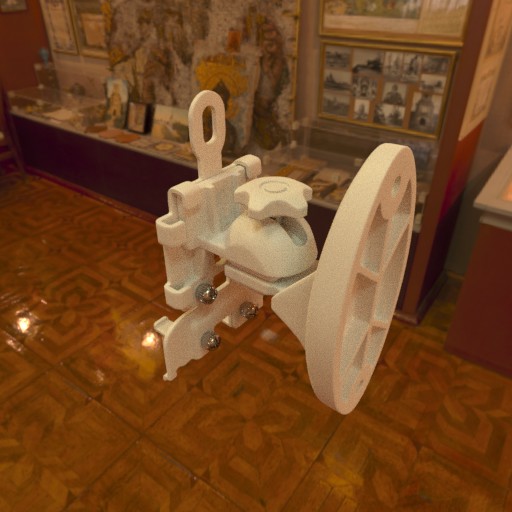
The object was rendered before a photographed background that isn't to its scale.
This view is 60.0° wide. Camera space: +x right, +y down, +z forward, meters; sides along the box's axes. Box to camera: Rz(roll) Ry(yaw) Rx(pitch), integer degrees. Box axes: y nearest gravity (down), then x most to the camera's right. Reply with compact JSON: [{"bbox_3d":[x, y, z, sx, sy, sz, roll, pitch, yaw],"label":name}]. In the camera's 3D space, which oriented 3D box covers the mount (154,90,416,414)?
[{"bbox_3d":[0.000,0.000,0.173,0.100,0.118,0.066,23,39,31],"label":"mount"}]
